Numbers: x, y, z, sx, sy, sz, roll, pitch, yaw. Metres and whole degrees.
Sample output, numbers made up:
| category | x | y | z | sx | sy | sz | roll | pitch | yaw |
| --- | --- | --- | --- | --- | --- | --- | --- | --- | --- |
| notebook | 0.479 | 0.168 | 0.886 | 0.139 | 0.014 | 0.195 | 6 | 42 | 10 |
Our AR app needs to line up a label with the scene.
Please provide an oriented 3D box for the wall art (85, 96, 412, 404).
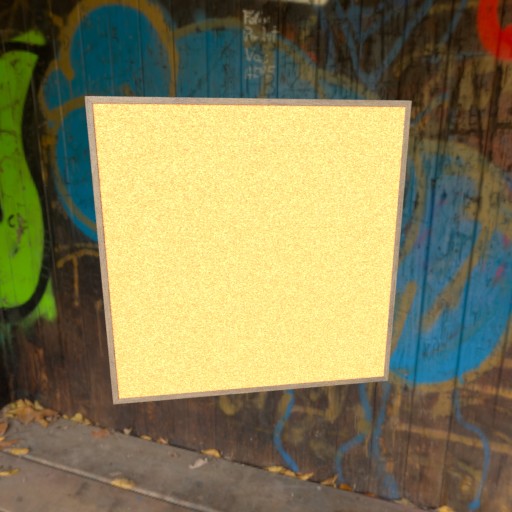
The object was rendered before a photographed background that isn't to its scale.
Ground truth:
| category | x | y | z | sx | sy | sz | roll | pitch | yaw |
| --- | --- | --- | --- | --- | --- | --- | --- | --- | --- |
| wall art | 0.000 | 0.000 | 1.133 | 0.758 | 0.758 | 0.039 | -2 | 15 | -9 |
